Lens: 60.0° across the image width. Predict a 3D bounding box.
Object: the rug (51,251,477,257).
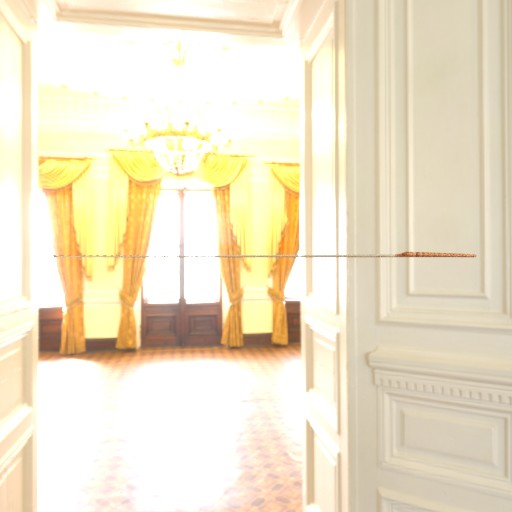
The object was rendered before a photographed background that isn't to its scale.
[{"bbox_3d":[0.000,0.000,2.484,2.092,0.017,1.232,0,0,36],"label":"rug"}]
